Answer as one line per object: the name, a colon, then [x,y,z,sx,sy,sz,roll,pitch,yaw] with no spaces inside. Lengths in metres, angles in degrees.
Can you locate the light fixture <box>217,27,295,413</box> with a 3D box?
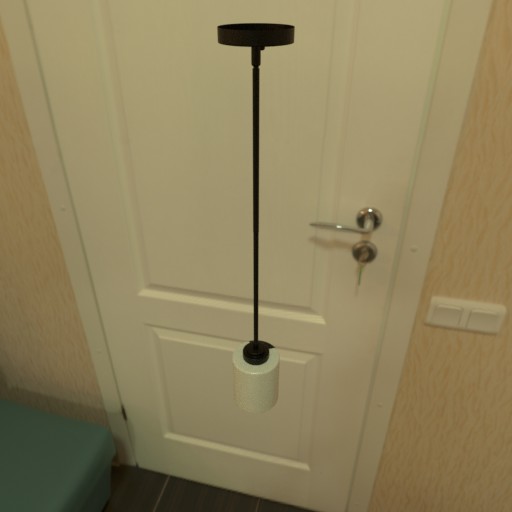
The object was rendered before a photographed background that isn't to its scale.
light fixture: [0.000,0.000,0.935,0.123,0.863,0.123,-8,33,-13]
